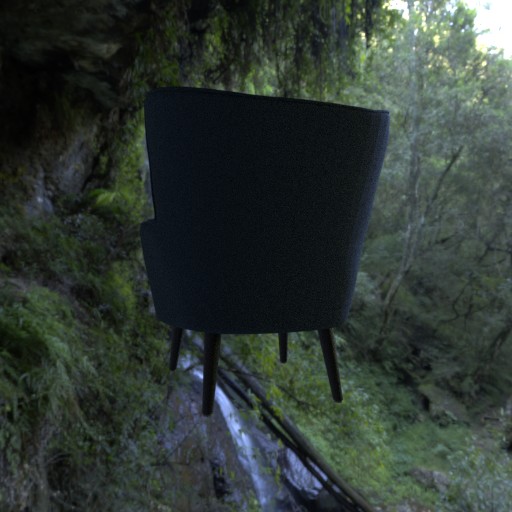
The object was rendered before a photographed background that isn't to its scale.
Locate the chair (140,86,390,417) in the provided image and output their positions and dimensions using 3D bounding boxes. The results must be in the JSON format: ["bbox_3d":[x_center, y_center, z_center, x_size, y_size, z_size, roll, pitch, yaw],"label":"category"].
[{"bbox_3d":[0.000,0.000,1.551,0.781,0.933,0.888,0,-1,-17],"label":"chair"}]
